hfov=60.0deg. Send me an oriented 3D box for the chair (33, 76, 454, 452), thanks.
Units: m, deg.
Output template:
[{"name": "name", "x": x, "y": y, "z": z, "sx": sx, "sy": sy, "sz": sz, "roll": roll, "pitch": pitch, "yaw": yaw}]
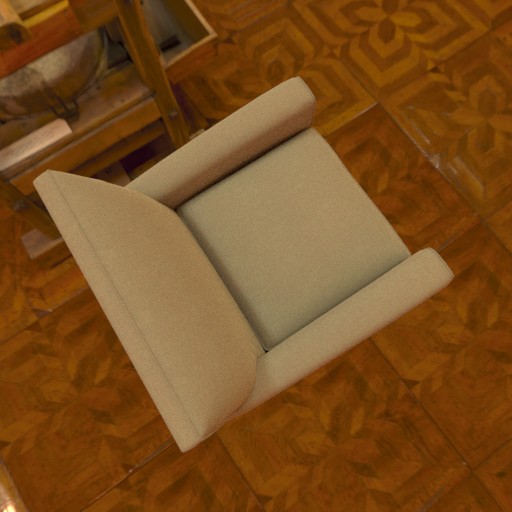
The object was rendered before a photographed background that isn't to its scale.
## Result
[{"name": "chair", "x": 0.000, "y": 0.000, "z": 1.497, "sx": 0.871, "sy": 0.846, "sz": 0.840, "roll": -32, "pitch": 77, "yaw": -8}]
